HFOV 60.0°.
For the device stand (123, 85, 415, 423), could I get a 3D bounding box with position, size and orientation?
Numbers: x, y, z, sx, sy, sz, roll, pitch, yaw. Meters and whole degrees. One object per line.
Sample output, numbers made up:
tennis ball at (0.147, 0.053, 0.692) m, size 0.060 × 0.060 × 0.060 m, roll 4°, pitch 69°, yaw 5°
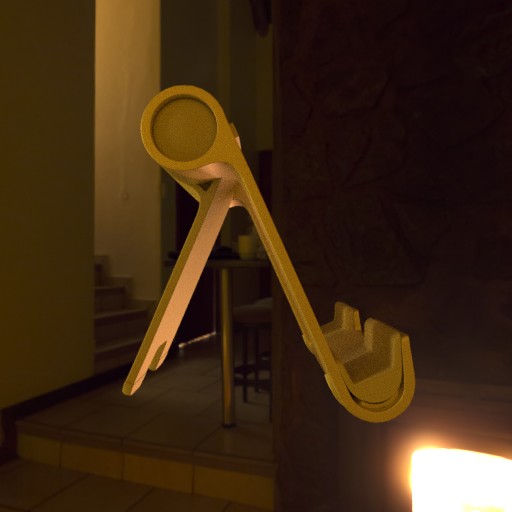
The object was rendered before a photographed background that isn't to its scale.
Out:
device stand at (0.000, 0.000, 0.152) m, size 0.079 × 0.084 × 0.086 m, roll 0°, pitch -1°, yaw 1°
